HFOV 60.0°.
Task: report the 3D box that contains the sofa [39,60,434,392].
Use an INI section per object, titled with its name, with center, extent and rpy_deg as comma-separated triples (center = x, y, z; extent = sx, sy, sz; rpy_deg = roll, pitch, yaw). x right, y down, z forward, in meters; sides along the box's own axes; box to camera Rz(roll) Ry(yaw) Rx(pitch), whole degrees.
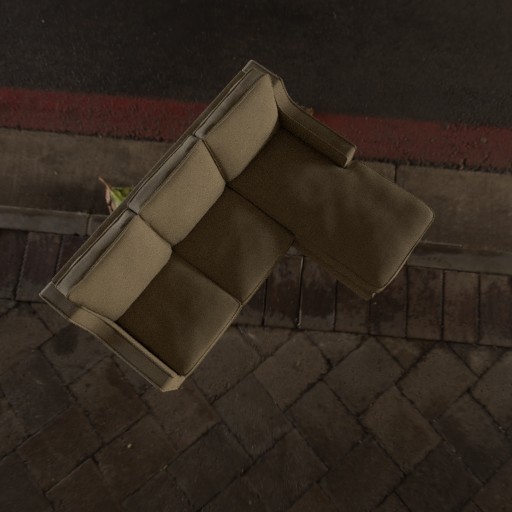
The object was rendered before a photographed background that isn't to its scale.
[sofa]
center = 0.000, 0.000, 3.340
extent = 1.858, 1.066, 2.317
rpy_deg = 37, 79, 9
